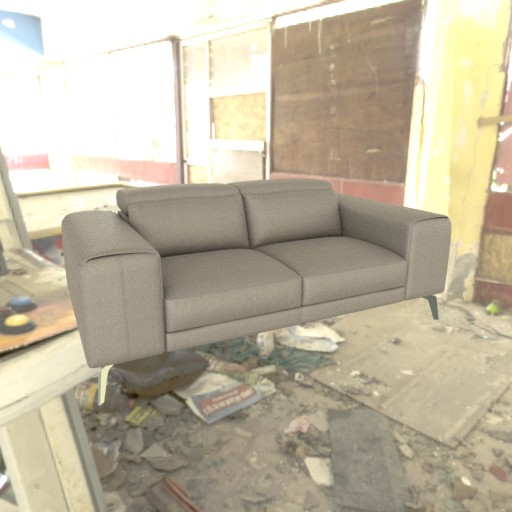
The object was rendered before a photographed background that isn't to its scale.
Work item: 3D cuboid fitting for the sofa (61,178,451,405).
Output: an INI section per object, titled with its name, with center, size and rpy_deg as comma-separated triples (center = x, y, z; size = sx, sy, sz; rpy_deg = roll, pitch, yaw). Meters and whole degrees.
[sofa]
center = 0.000, 0.000, 2.481
size = 1.930, 0.753, 1.024
rpy_deg = -8, 18, -25
